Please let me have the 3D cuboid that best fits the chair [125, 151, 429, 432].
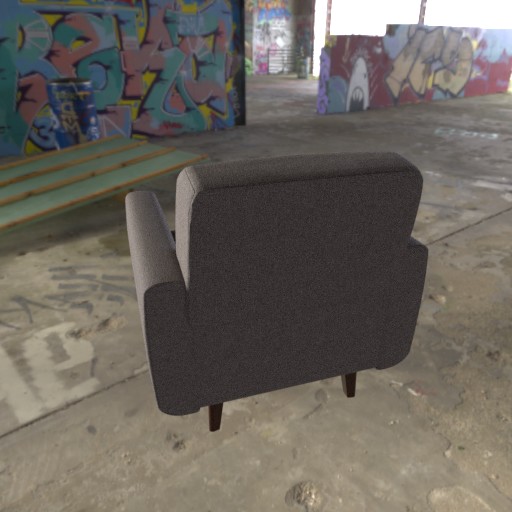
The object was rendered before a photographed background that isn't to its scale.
[{"bbox_3d":[0.000,0.000,1.548,0.831,0.839,0.907,-8,27,-16],"label":"chair"}]
